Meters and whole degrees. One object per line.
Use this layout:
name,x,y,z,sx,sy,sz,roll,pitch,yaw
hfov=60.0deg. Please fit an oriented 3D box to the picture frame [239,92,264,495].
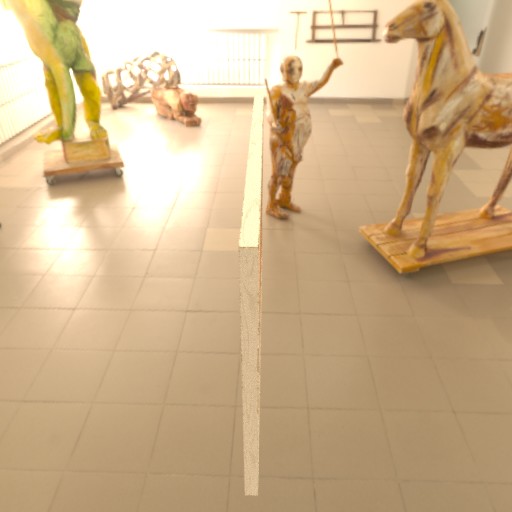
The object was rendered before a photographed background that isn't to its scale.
picture frame,0.000,0.000,1.201,0.029,0.640,0.950,1,33,1
